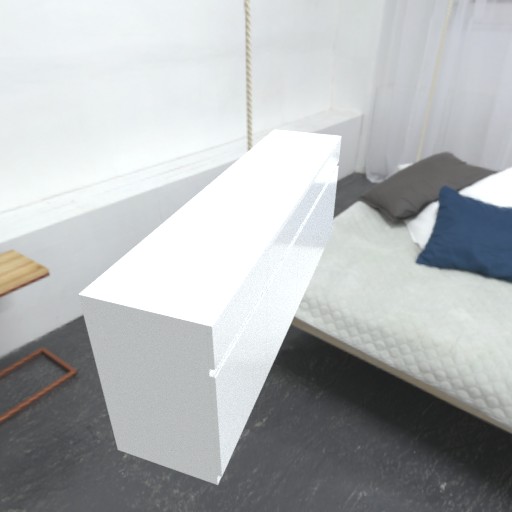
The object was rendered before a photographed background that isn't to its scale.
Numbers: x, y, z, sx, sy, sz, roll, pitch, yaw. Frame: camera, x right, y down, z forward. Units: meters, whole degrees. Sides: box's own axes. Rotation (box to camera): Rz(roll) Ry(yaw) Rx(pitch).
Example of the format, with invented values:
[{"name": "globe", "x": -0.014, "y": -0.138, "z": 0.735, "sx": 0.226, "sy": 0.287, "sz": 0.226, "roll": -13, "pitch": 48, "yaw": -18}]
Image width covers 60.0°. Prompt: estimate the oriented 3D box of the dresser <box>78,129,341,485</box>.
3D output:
[{"name": "dresser", "x": 0.000, "y": 0.000, "z": 2.543, "sx": 0.500, "sy": 0.840, "sz": 2.200, "roll": 10, "pitch": 33, "yaw": 17}]
